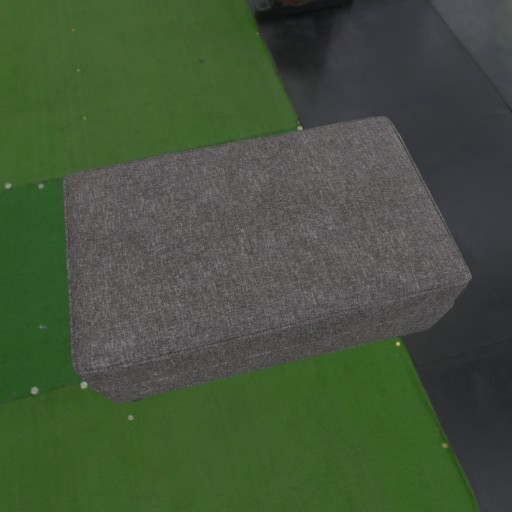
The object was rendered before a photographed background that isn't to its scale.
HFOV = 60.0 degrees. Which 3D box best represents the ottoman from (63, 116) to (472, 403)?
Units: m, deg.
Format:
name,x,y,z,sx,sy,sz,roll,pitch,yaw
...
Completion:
name,x,y,z,sx,sy,sz,roll,pitch,yaw
ottoman,0.000,0.000,1.554,1.184,0.487,0.717,-12,63,-6
